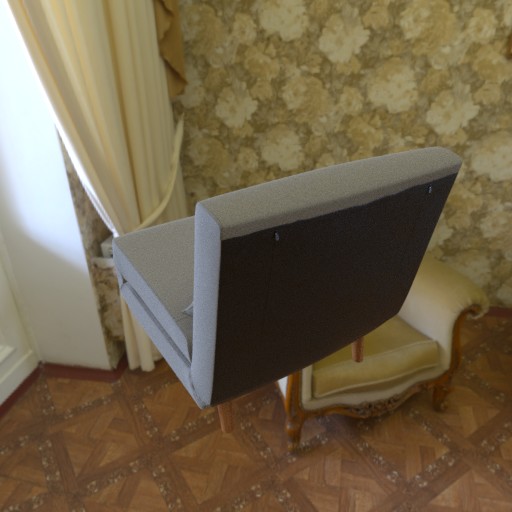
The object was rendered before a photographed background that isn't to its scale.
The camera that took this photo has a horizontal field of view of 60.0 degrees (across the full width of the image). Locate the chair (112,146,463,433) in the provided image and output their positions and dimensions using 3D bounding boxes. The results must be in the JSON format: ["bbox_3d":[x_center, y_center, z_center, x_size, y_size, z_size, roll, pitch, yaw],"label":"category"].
[{"bbox_3d":[0.000,0.000,1.503,0.770,0.808,0.902,-18,33,-29],"label":"chair"}]
